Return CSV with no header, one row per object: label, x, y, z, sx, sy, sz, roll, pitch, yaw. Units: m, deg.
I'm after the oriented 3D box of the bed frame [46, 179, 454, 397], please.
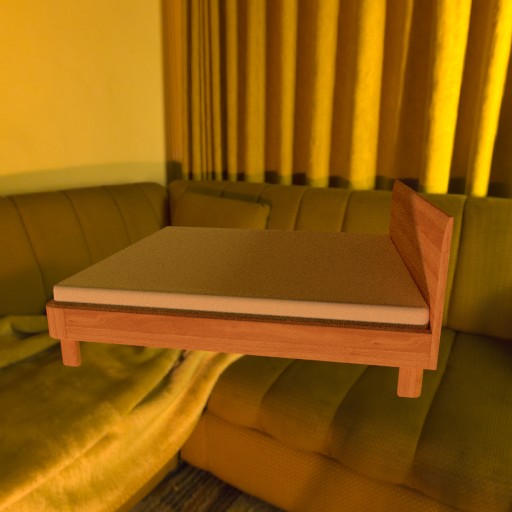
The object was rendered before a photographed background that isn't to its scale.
bed frame,0.000,0.000,3.131,2.092,0.940,1.872,3,15,10
